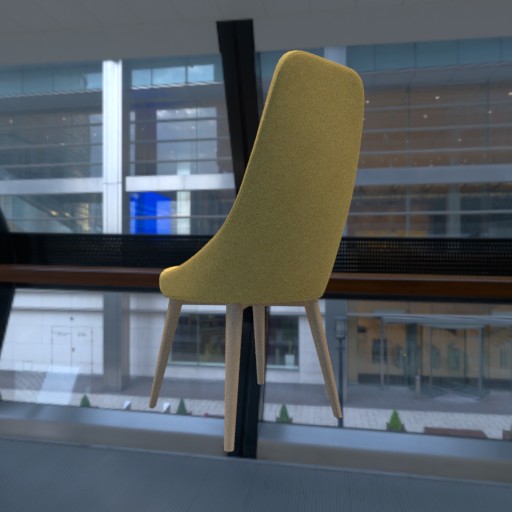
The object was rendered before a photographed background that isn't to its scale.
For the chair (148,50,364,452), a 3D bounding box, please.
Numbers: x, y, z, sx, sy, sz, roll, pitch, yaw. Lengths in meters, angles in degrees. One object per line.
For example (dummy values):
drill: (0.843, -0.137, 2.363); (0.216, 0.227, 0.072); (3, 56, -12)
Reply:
chair: (0.000, 0.000, 1.428); (0.510, 1.040, 0.660); (0, 0, -36)
